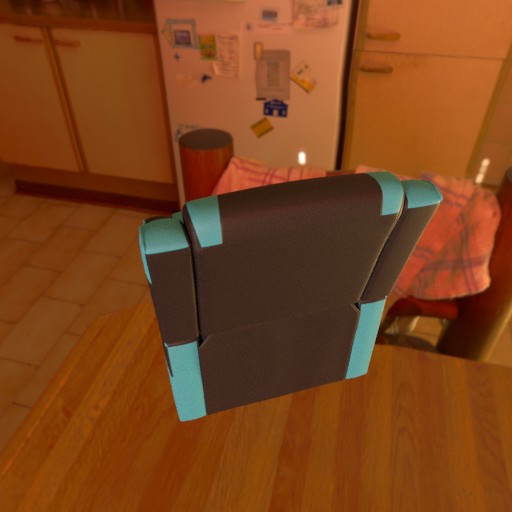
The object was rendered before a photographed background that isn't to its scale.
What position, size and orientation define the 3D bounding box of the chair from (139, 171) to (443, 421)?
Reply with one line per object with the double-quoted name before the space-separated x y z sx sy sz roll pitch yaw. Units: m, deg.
"chair" 0.000 0.000 1.311 0.620 0.805 0.672 -11 41 -12
